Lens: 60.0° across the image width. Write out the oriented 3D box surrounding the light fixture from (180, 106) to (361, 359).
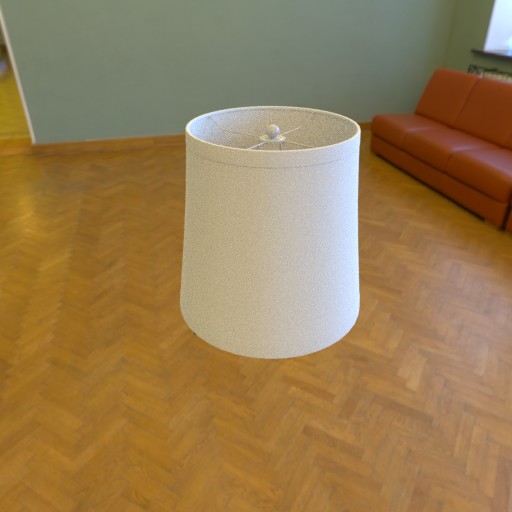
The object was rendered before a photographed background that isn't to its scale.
[{"bbox_3d":[0.000,0.000,0.270,0.100,0.172,0.157,-8,32,-13],"label":"light fixture"}]
